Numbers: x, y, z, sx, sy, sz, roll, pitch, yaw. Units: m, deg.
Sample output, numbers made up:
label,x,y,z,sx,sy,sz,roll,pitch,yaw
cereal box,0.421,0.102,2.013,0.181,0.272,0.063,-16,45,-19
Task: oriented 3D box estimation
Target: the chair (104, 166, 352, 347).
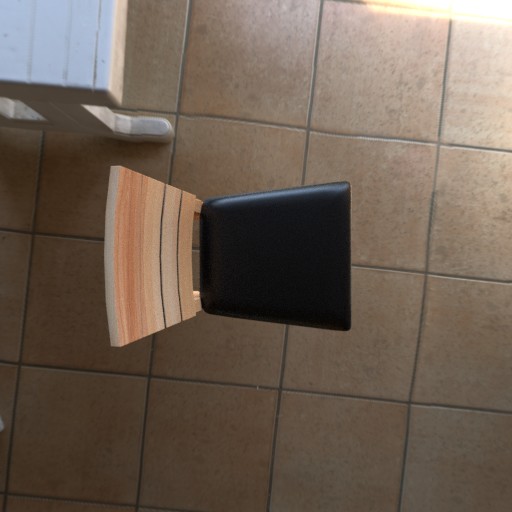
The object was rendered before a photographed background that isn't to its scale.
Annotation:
label,x,y,z,sx,sy,sz,roll,pitch,yaw
chair,0.000,0.000,1.198,0.520,0.940,0.410,0,90,0
